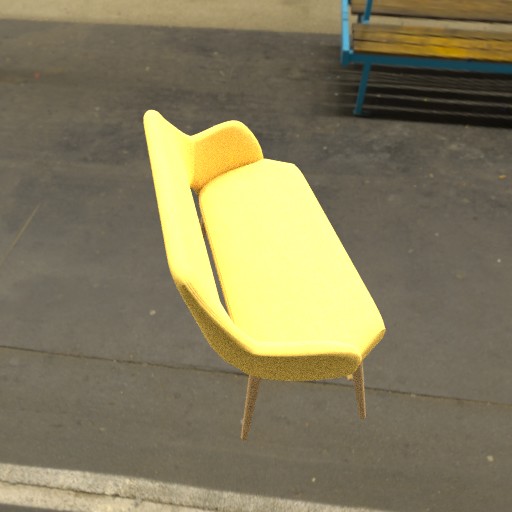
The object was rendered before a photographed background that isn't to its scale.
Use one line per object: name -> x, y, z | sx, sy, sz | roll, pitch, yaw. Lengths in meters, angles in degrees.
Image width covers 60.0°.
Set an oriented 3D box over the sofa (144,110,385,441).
sofa -> 0.000, 0.000, 1.623 | 0.610, 0.840, 1.150 | -11, 48, -10
